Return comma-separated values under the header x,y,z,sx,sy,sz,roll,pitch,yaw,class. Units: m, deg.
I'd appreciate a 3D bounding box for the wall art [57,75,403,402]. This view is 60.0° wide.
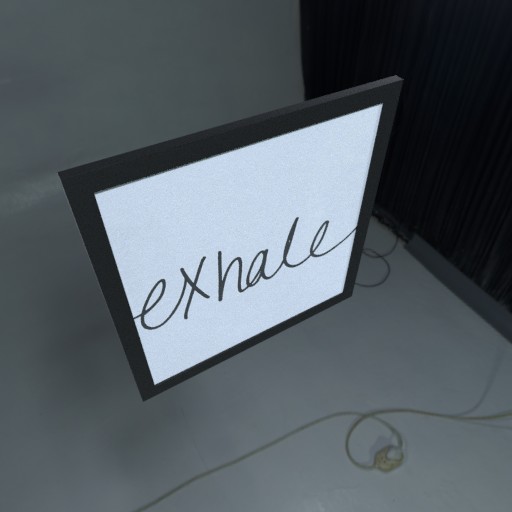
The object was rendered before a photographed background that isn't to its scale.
x,y,z,sx,sy,sz,roll,pitch,yaw,class
0.000,0.000,0.535,0.358,0.357,0.012,-23,49,-21,wall art
